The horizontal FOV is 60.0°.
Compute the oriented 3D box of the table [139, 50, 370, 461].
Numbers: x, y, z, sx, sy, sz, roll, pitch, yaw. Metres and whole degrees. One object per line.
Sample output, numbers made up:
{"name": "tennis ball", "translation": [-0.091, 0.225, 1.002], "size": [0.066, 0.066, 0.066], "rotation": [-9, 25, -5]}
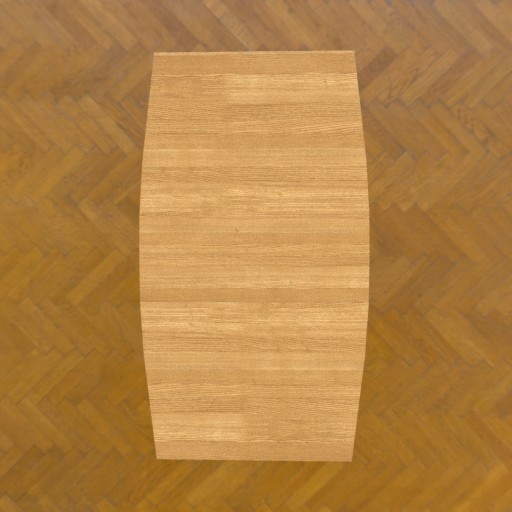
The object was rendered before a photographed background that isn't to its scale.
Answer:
{"name": "table", "translation": [0.000, 0.000, 2.105], "size": [0.900, 0.748, 1.598], "rotation": [0, 92, 1]}
